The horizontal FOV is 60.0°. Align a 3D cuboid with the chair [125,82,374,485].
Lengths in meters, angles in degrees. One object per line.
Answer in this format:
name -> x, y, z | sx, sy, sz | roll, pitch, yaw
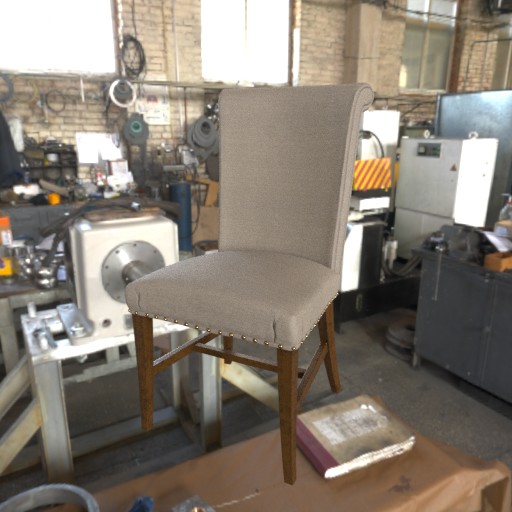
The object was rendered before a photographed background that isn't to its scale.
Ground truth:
chair -> 0.000, 0.000, 1.318 | 0.513, 0.988, 0.608 | 8, 17, 26
